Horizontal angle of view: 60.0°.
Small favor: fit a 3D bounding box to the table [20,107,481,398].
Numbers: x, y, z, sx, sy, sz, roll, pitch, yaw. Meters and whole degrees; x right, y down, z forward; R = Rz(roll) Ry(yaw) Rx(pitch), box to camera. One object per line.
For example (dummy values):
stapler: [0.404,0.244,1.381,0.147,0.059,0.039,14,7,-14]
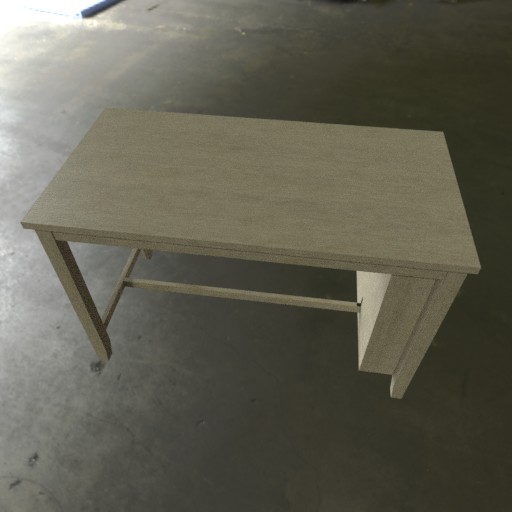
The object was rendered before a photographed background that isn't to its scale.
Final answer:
table: [0.000,0.000,1.894,1.397,0.874,0.729,6,47,5]
